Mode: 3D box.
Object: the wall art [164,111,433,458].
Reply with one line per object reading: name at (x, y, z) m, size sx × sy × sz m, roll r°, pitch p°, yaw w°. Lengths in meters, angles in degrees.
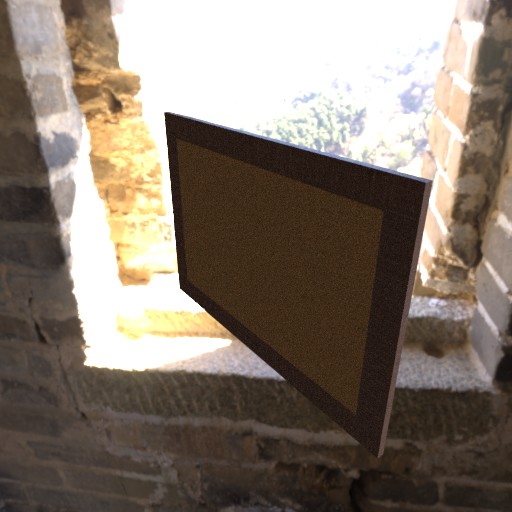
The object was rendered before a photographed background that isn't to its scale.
wall art at (0.000, 0.000, 1.170) m, size 0.019 × 0.626 × 0.917 m, roll -18°, pitch 32°, yaw -33°
